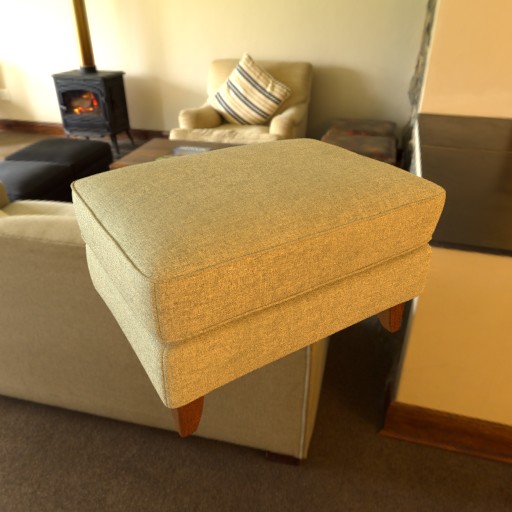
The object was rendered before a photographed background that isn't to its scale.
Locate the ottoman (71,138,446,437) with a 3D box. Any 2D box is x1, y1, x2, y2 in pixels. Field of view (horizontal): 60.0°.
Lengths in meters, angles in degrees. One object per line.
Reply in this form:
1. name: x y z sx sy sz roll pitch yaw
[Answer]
1. ottoman: 0.000 0.000 1.344 0.889 0.561 0.661 -18 34 -28
